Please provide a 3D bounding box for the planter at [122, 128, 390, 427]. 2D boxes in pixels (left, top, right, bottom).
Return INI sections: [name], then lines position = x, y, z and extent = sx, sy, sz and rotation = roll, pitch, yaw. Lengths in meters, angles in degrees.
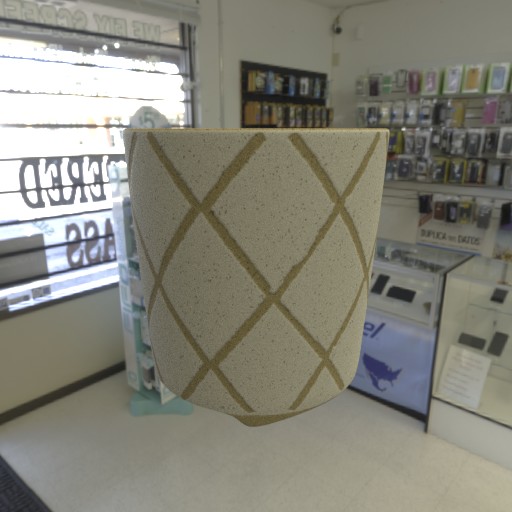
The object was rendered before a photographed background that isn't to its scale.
[planter]
position = 0.000, 0.000, 0.425
extent = 0.228, 0.235, 0.228
rotation = 0, 16, 0
